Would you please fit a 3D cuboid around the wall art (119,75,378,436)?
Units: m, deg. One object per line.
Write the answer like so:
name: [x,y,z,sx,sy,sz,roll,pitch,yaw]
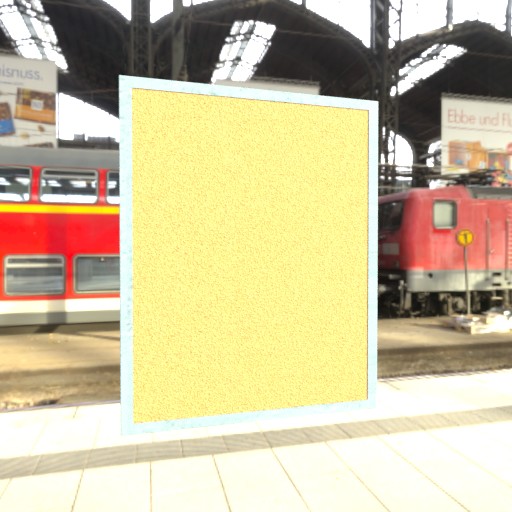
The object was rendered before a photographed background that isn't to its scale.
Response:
wall art: [0.000,0.000,0.697,0.409,0.509,0.037,0,1,-16]
